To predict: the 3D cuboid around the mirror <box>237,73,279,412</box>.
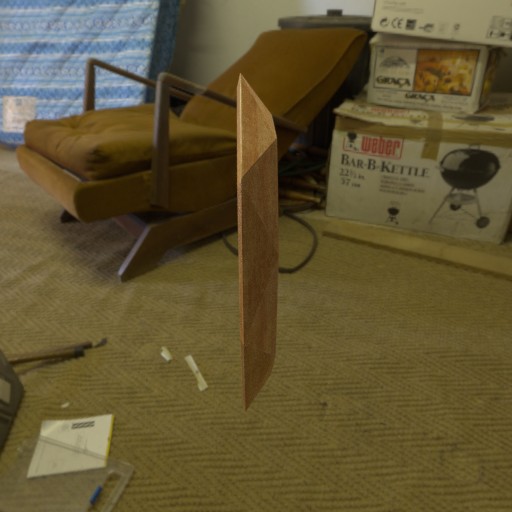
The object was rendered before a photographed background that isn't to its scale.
[{"bbox_3d":[0.000,0.000,1.000,0.070,0.774,0.577,-1,32,-1],"label":"mirror"}]
